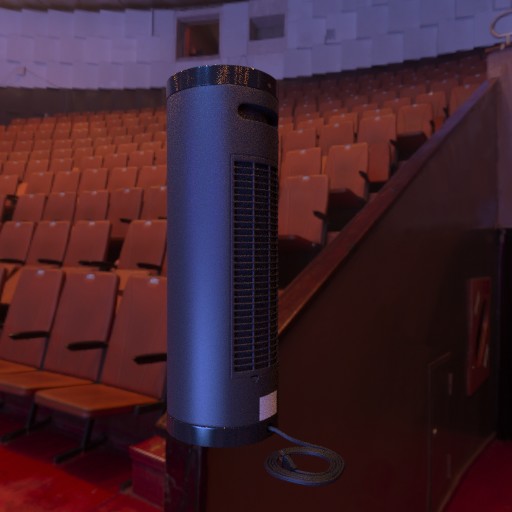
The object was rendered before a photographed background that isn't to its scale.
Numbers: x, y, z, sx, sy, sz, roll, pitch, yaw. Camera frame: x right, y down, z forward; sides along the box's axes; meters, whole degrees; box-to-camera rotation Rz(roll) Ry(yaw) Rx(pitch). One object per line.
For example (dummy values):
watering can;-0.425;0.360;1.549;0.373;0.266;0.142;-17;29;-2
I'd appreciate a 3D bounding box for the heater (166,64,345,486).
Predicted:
heater;0.000;0.000;0.670;0.312;0.552;0.174;0;0;35
